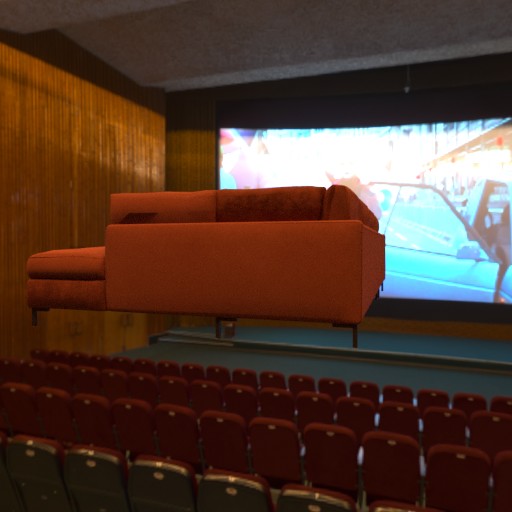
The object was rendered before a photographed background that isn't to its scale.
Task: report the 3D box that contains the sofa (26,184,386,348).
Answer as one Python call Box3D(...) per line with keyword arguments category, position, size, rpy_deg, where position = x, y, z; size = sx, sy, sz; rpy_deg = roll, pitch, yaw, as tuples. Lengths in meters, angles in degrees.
Box3D(category="sofa", position=(0.000, 0.000, 3.506), size=(1.879, 0.757, 2.736), rpy_deg=(0, 1, 18))
